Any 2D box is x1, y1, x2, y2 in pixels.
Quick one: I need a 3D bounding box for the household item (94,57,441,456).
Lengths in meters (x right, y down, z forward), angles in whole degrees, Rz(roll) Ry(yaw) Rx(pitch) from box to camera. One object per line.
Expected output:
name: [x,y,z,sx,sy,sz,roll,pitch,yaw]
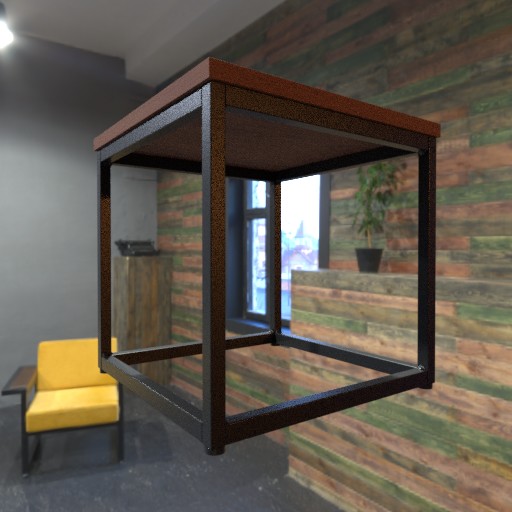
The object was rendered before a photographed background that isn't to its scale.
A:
household item: [0.000,0.000,0.718,0.400,0.400,0.400,-1,1,-36]
